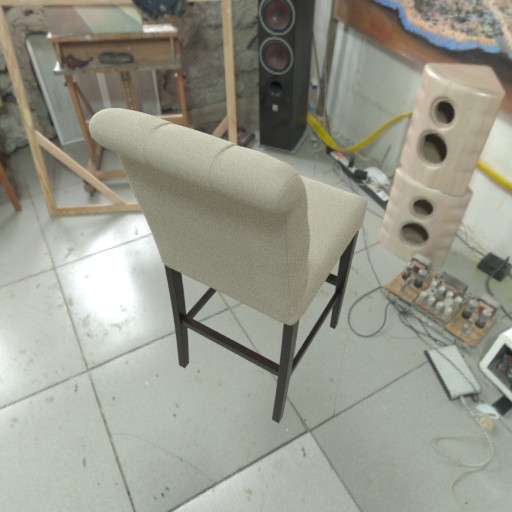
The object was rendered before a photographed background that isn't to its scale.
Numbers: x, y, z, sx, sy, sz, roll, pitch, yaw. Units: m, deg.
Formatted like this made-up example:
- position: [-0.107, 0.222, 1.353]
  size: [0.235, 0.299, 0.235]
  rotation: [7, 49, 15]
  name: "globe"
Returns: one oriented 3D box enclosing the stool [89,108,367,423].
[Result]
- position: [0.000, 0.000, 1.400]
  size: [0.482, 1.118, 0.610]
  rotation: [24, 51, 21]
  name: "stool"
